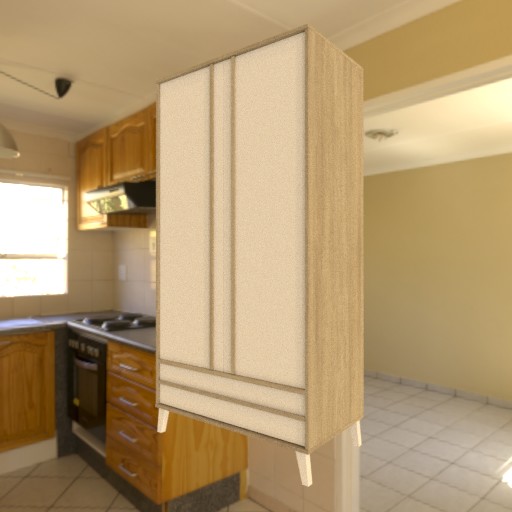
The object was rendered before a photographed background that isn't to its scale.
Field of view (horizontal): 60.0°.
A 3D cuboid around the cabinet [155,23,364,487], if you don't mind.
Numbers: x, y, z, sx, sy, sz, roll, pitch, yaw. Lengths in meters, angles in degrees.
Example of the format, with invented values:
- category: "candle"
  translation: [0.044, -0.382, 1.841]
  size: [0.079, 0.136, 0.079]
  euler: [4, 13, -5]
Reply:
- category: "cabinet"
  translation: [0.000, 0.000, 2.439]
  size: [1.006, 1.999, 0.571]
  euler: [0, 0, 38]
